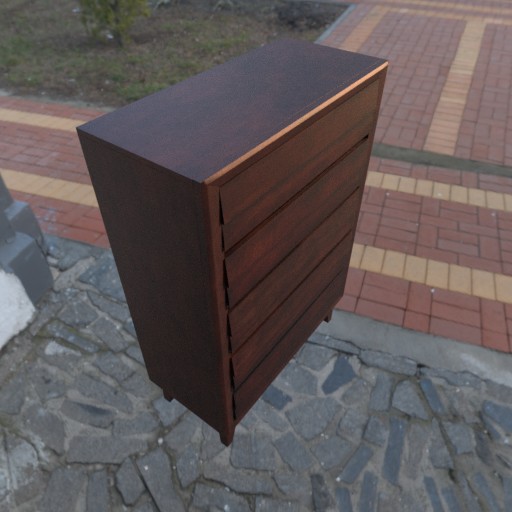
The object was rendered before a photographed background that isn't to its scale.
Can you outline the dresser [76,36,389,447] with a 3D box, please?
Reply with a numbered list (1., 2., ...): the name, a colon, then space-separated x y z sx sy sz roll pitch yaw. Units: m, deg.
1. dresser: 0.000 0.000 2.001 0.506 1.514 1.072 27 49 26
